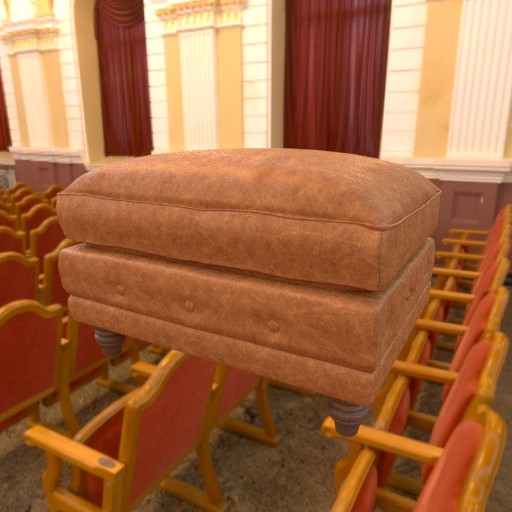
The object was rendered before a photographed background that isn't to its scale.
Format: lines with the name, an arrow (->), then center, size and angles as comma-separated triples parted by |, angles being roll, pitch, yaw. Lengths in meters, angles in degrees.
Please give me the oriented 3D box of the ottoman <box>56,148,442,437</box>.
ottoman -> 0.000, 0.000, 1.018 | 0.710, 0.480, 0.533 | 9, 18, 29
